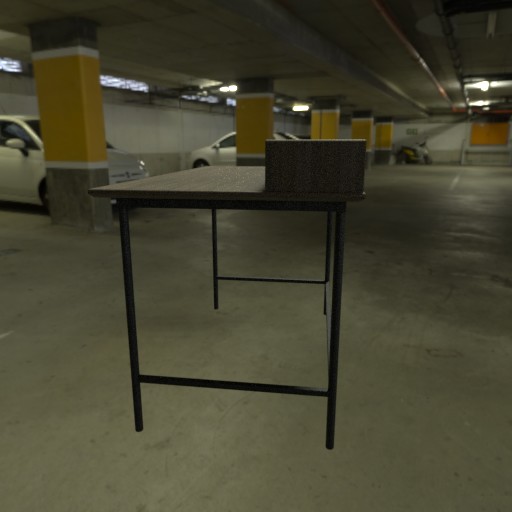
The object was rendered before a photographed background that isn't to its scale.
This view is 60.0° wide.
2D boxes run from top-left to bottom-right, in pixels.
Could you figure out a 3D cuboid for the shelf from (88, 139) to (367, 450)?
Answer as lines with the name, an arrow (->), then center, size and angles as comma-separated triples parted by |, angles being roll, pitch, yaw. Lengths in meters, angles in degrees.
shelf -> 0.000, 0.000, 1.727 | 0.685, 0.865, 1.212 | 2, 14, 8
